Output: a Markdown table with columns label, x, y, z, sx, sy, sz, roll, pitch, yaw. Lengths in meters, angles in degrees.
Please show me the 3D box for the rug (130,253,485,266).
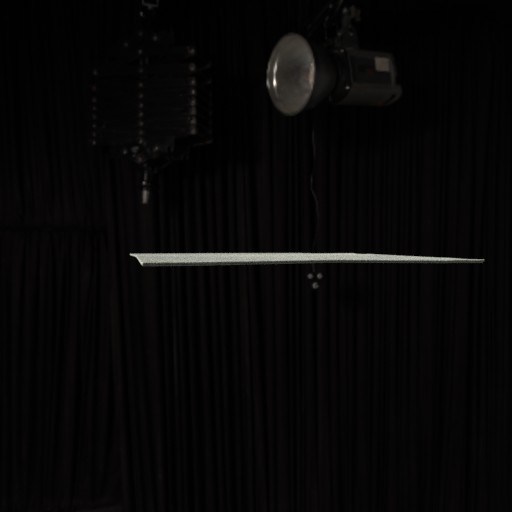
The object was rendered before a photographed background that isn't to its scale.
| label | x | y | z | sx | sy | sz | roll | pitch | yaw |
| --- | --- | --- | --- | --- | --- | --- | --- | --- | --- |
| rug | 0.000 | 0.000 | 5.248 | 2.802 | 0.052 | 4.078 | 0 | 1 | -17 |
